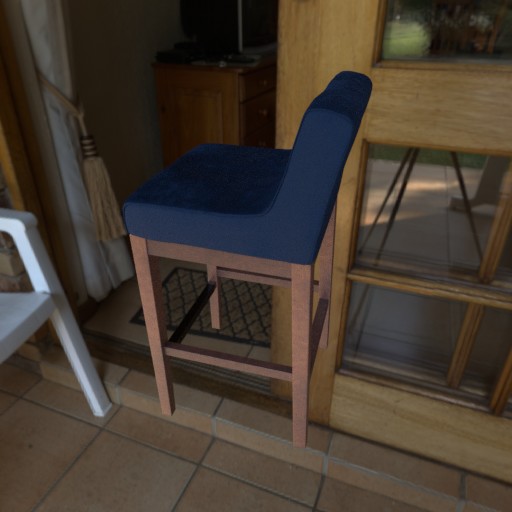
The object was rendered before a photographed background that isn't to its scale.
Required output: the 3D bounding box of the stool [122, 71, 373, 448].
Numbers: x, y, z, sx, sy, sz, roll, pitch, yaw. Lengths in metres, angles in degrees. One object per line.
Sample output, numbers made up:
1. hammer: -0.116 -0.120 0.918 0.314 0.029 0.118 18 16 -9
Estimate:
1. stool: 0.000 0.000 1.262 0.516 0.945 0.511 8 31 14
